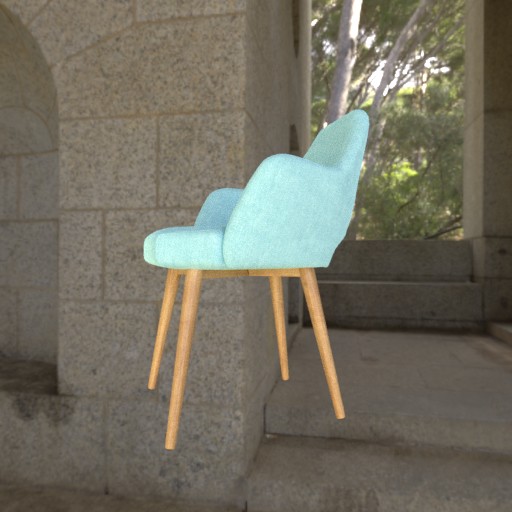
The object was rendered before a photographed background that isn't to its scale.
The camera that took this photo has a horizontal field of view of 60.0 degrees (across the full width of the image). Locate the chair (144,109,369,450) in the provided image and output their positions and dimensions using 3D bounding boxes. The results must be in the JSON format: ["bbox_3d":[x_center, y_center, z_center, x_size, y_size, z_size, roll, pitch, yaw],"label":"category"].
[{"bbox_3d":[0.000,0.000,1.262,0.610,0.840,0.590,0,0,-18],"label":"chair"}]
